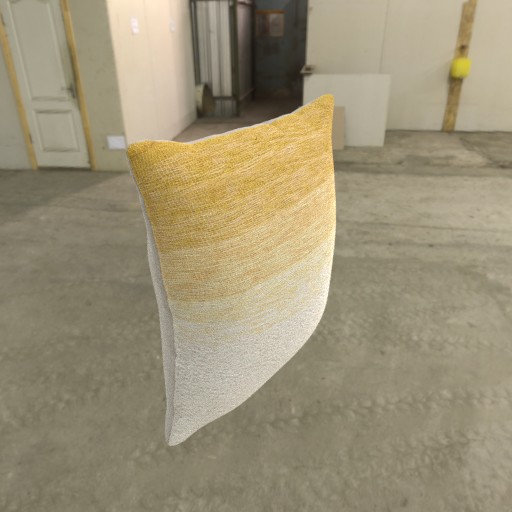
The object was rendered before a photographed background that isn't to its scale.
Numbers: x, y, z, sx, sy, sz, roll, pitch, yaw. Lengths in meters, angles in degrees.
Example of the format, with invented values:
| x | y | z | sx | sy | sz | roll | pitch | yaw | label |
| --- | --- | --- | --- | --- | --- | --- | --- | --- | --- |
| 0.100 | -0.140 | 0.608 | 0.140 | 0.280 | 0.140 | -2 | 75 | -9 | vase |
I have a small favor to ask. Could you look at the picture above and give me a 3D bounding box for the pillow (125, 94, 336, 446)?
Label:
| x | y | z | sx | sy | sz | roll | pitch | yaw | label |
| --- | --- | --- | --- | --- | --- | --- | --- | --- | --- |
| 0.000 | 0.000 | 0.713 | 0.211 | 0.450 | 0.450 | 19 | 33 | 31 | pillow |
